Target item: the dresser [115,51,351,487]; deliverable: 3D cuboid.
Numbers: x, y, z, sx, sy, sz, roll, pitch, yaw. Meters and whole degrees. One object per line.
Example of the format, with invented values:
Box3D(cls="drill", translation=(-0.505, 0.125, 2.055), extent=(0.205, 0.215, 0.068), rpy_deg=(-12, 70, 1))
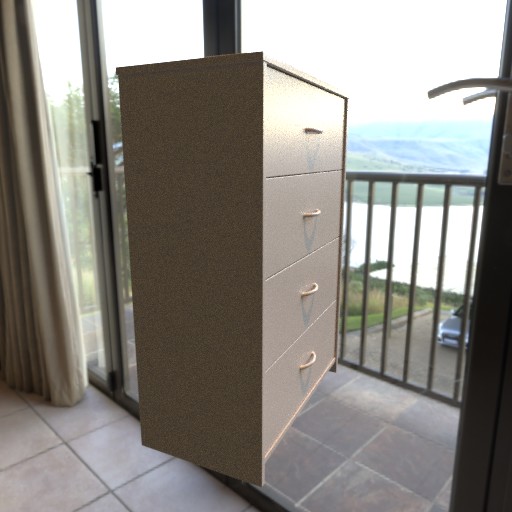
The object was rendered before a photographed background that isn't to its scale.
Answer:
Box3D(cls="dresser", translation=(0.000, 0.000, 1.385), extent=(0.401, 1.021, 0.704), rpy_deg=(6, 14, 25))
